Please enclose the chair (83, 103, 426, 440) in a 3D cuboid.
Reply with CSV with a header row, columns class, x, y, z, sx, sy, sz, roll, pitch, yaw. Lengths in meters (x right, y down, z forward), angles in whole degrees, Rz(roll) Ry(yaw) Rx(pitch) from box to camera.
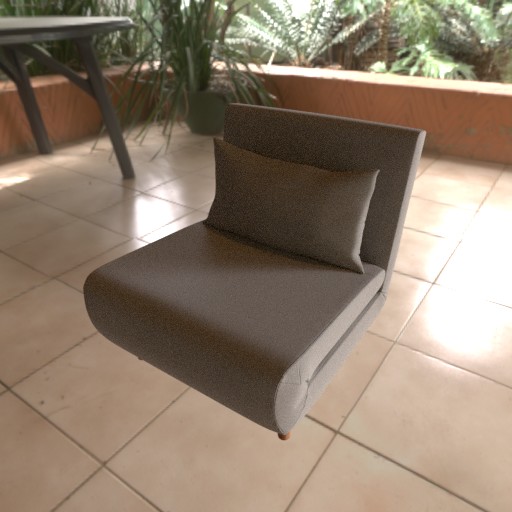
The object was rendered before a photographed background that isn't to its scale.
class,x,y,z,sx,sy,sz,roll,pitch,yaw
chair,0.000,0.000,1.502,0.770,0.808,0.902,19,35,29
